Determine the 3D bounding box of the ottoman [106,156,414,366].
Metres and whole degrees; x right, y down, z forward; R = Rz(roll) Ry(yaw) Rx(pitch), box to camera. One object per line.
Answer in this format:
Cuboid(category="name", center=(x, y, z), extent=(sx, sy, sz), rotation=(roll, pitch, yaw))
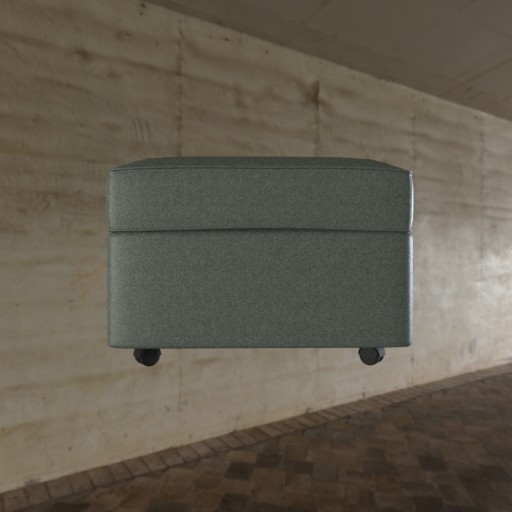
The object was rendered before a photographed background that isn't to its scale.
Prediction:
Cuboid(category="ottoman", center=(0.000, 0.000, 1.527), extent=(0.681, 0.494, 1.173), rotation=(0, 0, -1))
